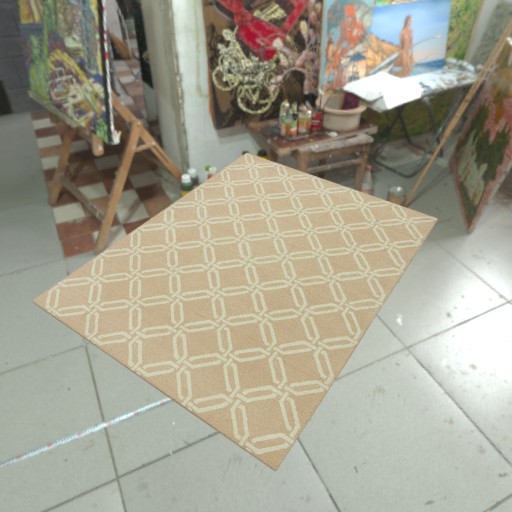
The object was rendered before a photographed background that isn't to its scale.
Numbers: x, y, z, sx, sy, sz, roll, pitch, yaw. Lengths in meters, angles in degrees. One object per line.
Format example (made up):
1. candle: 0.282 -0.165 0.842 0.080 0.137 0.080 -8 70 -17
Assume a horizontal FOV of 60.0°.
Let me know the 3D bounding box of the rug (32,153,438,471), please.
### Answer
1. rug: 0.000 0.000 3.887 2.288 0.018 2.895 25 47 25
